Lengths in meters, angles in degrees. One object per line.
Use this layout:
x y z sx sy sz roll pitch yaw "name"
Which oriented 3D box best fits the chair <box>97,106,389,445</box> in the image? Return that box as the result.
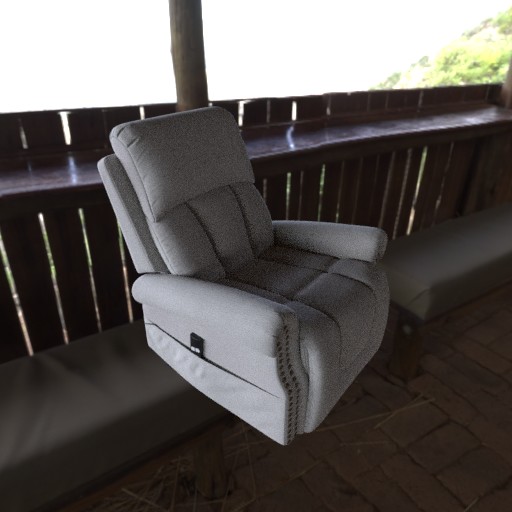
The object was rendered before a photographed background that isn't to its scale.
0.000 0.000 1.789 0.979 1.031 0.871 19 33 32 "chair"
